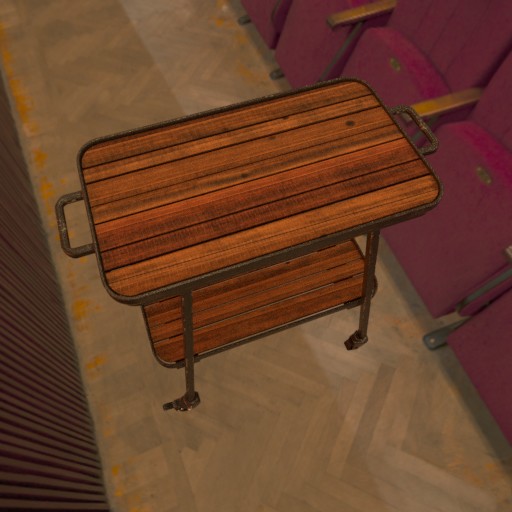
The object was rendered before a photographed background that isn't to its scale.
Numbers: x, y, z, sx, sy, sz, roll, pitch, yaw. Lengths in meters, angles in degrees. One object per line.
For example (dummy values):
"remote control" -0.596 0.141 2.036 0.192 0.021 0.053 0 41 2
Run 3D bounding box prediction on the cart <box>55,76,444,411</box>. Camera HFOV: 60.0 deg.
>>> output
"cart" 0.000 0.000 1.214 0.806 0.700 0.515 -17 61 -10
